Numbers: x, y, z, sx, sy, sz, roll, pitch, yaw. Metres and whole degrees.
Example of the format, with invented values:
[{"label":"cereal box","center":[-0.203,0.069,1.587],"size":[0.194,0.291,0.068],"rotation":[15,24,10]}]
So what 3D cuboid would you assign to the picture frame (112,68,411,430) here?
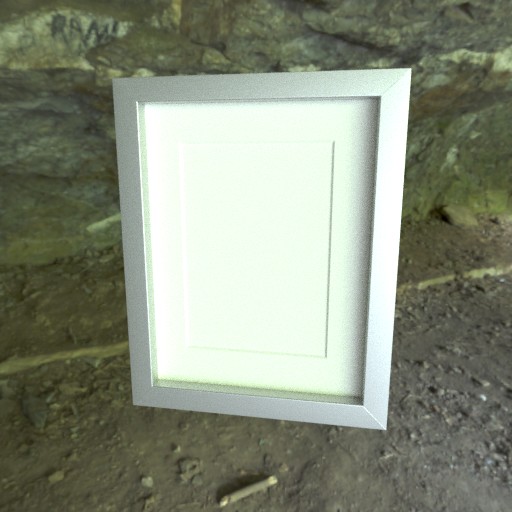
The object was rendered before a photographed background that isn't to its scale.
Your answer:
[{"label":"picture frame","center":[0.000,0.000,0.506],"size":[0.307,0.386,0.036],"rotation":[2,12,10]}]
